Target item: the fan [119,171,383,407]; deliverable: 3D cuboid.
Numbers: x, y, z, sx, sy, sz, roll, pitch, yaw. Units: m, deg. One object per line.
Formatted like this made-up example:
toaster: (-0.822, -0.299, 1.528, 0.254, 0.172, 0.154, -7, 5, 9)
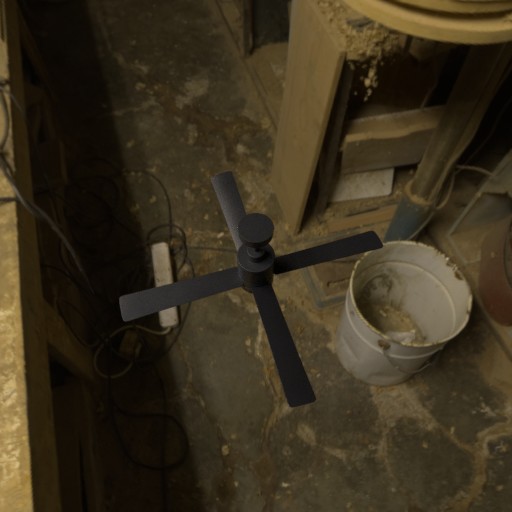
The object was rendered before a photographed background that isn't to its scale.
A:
fan: (0.000, 0.000, 2.350, 1.525, 0.534, 1.525, -15, 60, -9)
